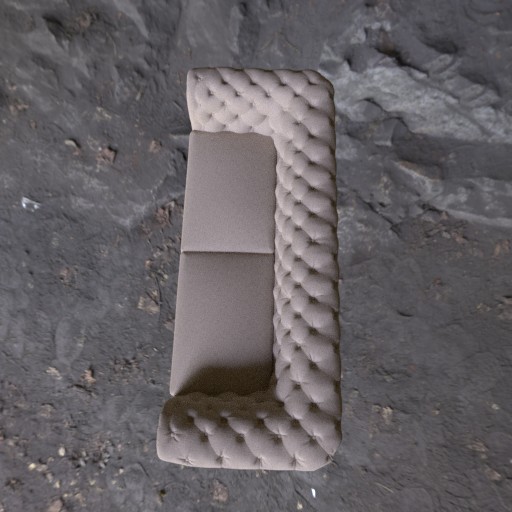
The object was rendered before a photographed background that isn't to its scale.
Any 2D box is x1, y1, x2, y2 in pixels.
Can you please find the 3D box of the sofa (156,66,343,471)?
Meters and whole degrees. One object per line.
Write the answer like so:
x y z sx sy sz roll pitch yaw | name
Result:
0.000 0.000 3.162 1.076 0.847 2.694 2 74 0 | sofa
